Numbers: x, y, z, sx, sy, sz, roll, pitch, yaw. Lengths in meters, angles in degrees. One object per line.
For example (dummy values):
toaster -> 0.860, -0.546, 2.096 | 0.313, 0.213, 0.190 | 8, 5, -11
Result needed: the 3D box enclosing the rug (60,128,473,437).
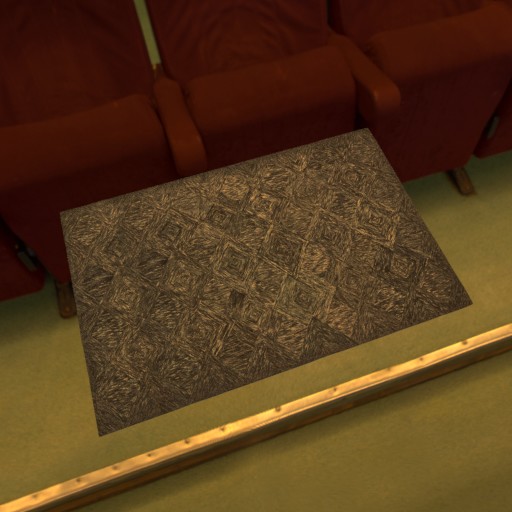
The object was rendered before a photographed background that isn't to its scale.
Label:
rug -> 0.000, 0.000, 2.173 | 1.754, 0.010, 1.139 | -17, 65, -8
